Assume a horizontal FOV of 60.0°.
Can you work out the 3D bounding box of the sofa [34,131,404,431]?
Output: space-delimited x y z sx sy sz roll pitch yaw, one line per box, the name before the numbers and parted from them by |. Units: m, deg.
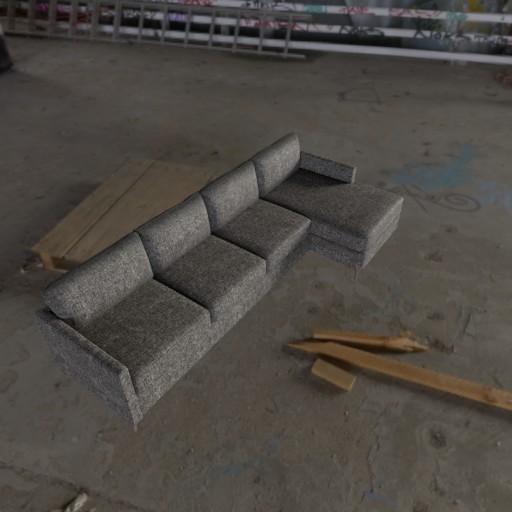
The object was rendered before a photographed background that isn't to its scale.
sofa | 0.000 0.000 4.034 1.488 0.970 3.384 25 45 27
